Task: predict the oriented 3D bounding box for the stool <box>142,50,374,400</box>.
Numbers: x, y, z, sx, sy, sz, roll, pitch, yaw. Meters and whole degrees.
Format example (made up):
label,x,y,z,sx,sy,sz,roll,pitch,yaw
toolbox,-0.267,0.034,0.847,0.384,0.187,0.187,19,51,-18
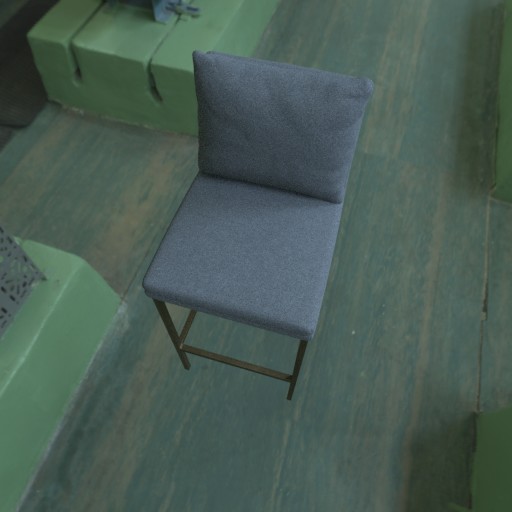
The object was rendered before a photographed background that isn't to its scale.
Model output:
label,x,y,z,sx,sy,sz,roll,pitch,yaw
stool,0.000,0.000,1.411,0.463,1.130,0.569,14,60,8
